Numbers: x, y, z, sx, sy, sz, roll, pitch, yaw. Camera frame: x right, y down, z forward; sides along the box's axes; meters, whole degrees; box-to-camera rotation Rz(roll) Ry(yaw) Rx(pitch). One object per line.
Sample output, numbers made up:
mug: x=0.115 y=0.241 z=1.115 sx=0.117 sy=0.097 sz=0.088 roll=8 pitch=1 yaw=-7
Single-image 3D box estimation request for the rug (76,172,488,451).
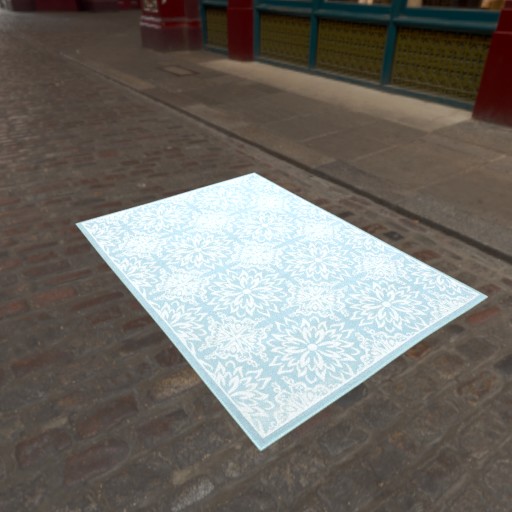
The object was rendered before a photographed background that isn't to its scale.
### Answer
rug: x=0.000 y=0.000 z=2.818 sx=1.589 sy=0.014 sz=2.205 roll=-22 pitch=39 yaw=-30
